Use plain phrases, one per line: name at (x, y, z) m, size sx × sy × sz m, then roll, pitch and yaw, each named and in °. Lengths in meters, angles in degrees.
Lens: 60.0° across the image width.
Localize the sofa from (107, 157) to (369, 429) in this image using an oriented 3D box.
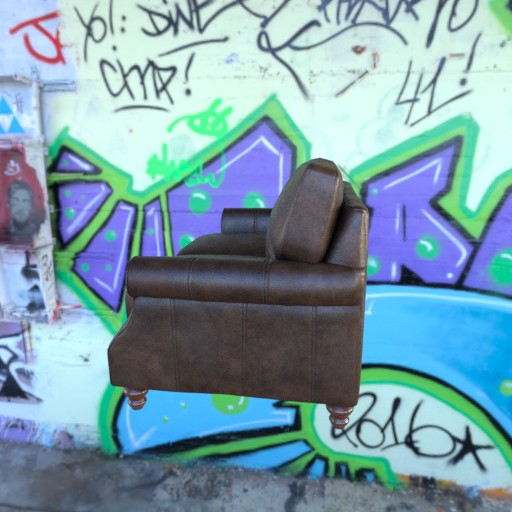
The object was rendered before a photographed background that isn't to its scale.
sofa at (0.000, 0.000, 2.270) m, size 0.990 × 0.976 × 1.616 m, roll 2°, pitch 13°, yaw 9°
